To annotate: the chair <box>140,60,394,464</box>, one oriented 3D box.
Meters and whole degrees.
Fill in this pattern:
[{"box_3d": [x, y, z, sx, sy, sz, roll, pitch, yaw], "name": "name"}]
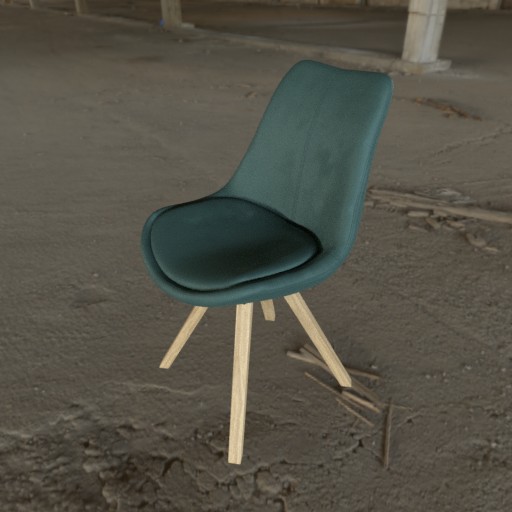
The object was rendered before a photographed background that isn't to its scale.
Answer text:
[{"box_3d": [0.000, 0.000, 1.141, 0.547, 0.865, 0.483, -21, 37, -30], "name": "chair"}]
